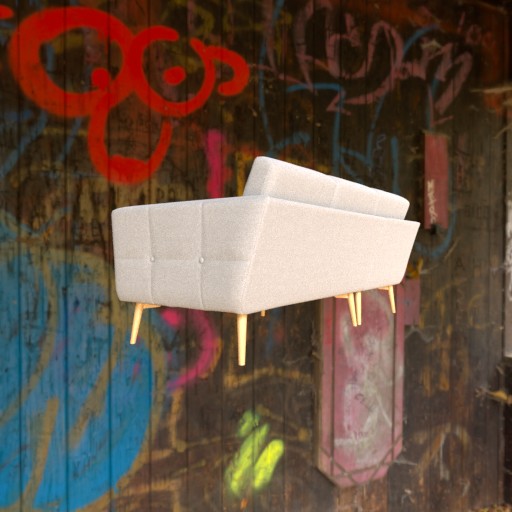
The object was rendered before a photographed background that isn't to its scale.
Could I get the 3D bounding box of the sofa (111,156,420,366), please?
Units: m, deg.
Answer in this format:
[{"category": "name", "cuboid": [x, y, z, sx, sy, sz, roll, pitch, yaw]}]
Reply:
[{"category": "sofa", "cuboid": [0.000, 0.000, 2.885, 1.530, 0.860, 2.040, 1, 1, 36]}]
